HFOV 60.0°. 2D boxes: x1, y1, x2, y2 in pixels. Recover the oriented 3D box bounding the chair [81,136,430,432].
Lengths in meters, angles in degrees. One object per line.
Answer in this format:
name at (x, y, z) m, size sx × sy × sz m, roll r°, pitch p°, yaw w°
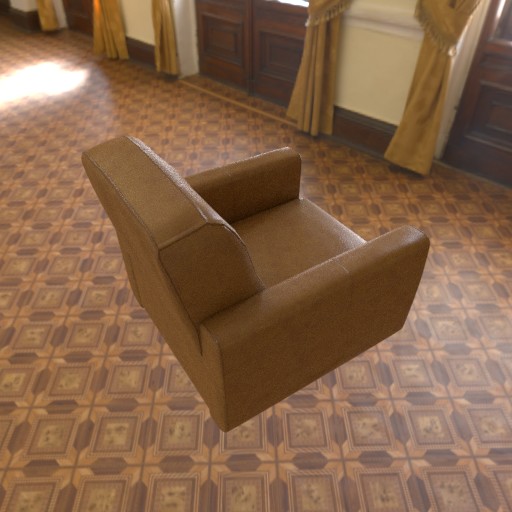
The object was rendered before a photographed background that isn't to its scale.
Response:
chair at (0.000, 0.000, 1.674) m, size 0.942 × 0.968 × 0.845 m, roll -24°, pitch 46°, yaw -25°
